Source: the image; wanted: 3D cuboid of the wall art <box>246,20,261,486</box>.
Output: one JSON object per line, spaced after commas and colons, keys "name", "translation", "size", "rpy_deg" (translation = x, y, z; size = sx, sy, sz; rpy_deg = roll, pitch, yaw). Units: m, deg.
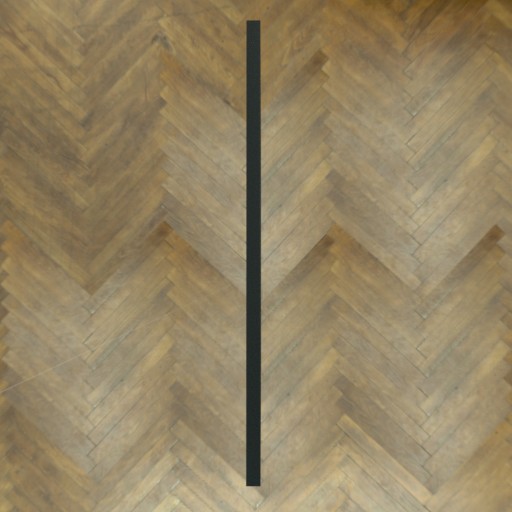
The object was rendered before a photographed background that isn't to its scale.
{"name": "wall art", "translation": [0.000, 0.000, 0.529], "size": [0.012, 0.332, 0.383], "rpy_deg": [0, 88, 1]}
